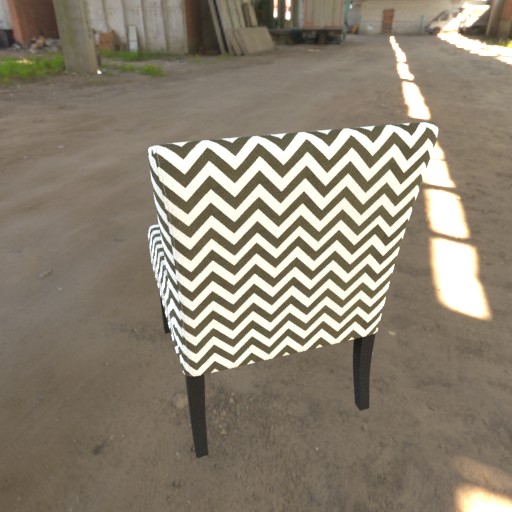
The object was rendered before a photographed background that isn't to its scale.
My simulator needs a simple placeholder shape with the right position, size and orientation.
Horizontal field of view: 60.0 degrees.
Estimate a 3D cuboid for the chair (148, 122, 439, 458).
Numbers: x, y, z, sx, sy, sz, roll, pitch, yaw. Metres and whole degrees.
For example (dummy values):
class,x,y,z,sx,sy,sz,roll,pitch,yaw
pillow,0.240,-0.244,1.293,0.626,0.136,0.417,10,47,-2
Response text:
class,x,y,z,sx,sy,sz,roll,pitch,yaw
chair,0.000,0.000,1.279,0.589,0.838,0.648,-9,30,-16
